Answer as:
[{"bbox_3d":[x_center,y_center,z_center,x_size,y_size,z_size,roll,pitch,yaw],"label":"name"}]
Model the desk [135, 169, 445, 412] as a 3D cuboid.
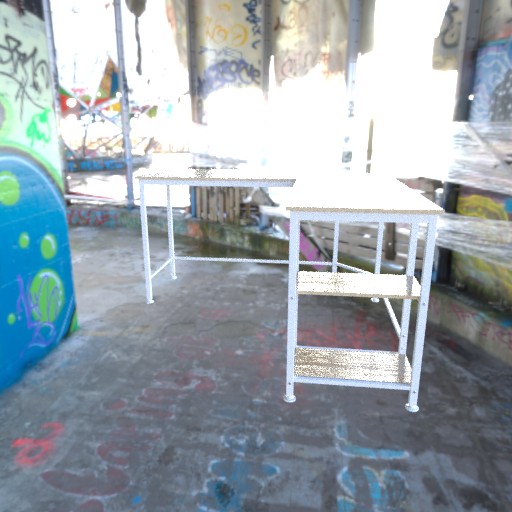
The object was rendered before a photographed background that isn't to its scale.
[{"bbox_3d":[0.000,0.000,2.240,1.379,0.739,1.379,2,16,7],"label":"desk"}]
